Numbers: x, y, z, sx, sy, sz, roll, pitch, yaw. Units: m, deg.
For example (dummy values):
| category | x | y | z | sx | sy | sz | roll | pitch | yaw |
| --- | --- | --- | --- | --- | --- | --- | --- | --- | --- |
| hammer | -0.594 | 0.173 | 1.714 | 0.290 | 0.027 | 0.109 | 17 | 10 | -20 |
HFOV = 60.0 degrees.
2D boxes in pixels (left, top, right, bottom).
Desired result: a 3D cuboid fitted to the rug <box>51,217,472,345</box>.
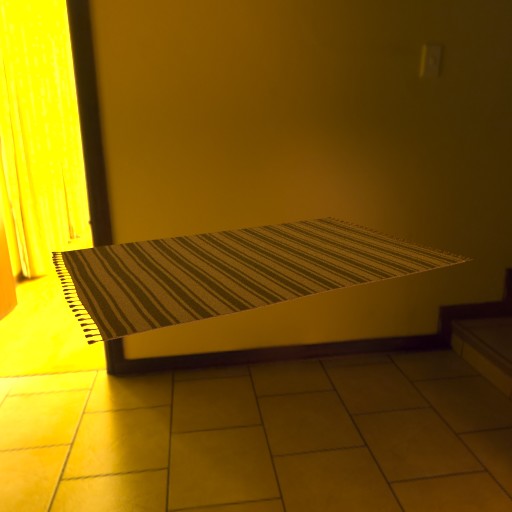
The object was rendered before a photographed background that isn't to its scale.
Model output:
| category | x | y | z | sx | sy | sz | roll | pitch | yaw |
| --- | --- | --- | --- | --- | --- | --- | --- | --- | --- |
| rug | 0.000 | 0.000 | 2.296 | 1.875 | 0.013 | 1.162 | -9 | 19 | -27 |
